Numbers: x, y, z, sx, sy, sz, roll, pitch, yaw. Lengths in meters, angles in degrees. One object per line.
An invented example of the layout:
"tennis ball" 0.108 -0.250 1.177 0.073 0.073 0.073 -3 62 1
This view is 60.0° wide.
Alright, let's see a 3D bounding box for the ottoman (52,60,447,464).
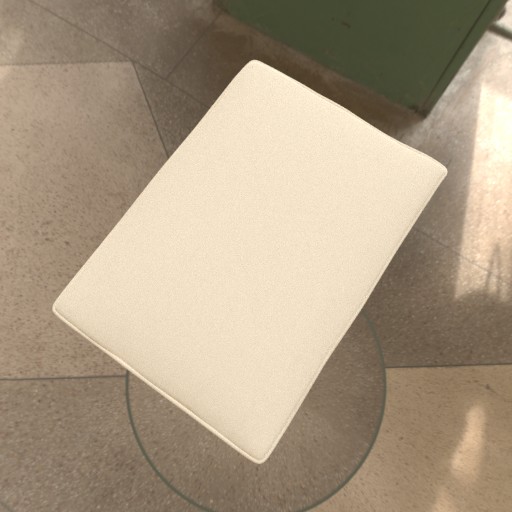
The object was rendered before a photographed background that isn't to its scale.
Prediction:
"ottoman" 0.000 0.000 1.329 0.703 0.479 0.944 33 77 8
